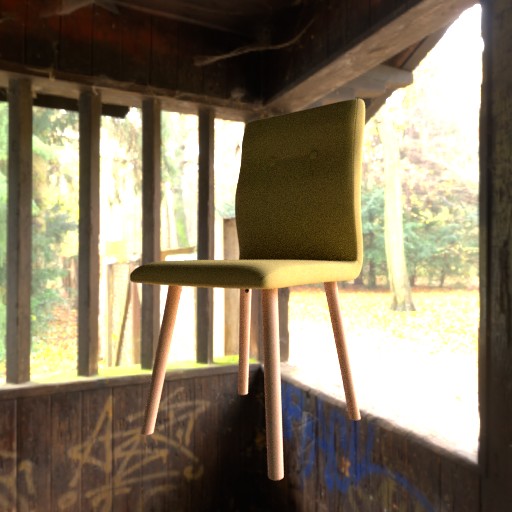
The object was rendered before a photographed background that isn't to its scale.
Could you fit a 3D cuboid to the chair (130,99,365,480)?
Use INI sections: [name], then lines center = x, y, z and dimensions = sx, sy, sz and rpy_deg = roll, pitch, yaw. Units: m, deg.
[chair]
center = 0.000, 0.000, 1.267
dimensions = 0.450, 0.965, 0.550
rpy_deg = 0, 0, 35
